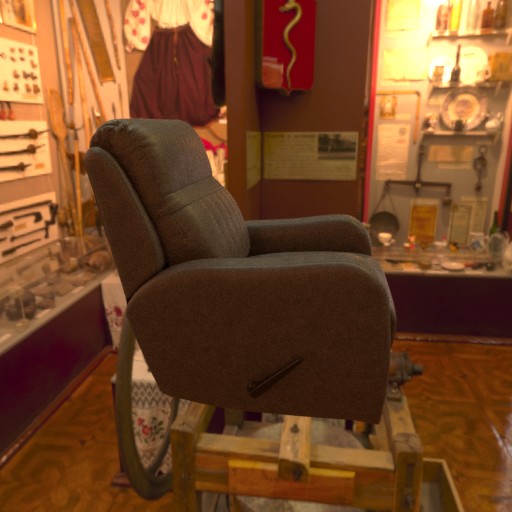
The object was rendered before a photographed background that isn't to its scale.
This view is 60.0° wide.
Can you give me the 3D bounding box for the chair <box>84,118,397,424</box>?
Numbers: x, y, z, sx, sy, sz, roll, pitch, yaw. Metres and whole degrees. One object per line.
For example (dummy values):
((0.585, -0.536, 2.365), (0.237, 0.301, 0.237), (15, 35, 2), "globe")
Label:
((0.000, 0.000, 1.794), (1.067, 1.067, 0.865), (3, 16, 9), "chair")
